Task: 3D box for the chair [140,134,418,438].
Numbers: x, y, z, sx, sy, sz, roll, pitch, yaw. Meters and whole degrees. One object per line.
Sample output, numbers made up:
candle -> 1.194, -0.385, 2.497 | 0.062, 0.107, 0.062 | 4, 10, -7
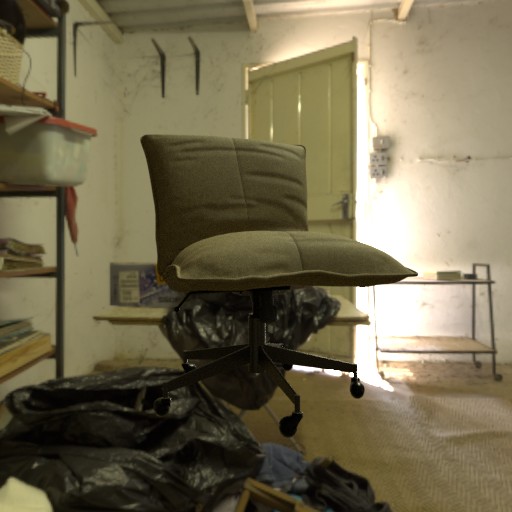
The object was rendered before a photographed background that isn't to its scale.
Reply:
chair -> 0.000, 0.000, 1.256 | 0.597, 0.811, 0.696 | 0, 1, -18
